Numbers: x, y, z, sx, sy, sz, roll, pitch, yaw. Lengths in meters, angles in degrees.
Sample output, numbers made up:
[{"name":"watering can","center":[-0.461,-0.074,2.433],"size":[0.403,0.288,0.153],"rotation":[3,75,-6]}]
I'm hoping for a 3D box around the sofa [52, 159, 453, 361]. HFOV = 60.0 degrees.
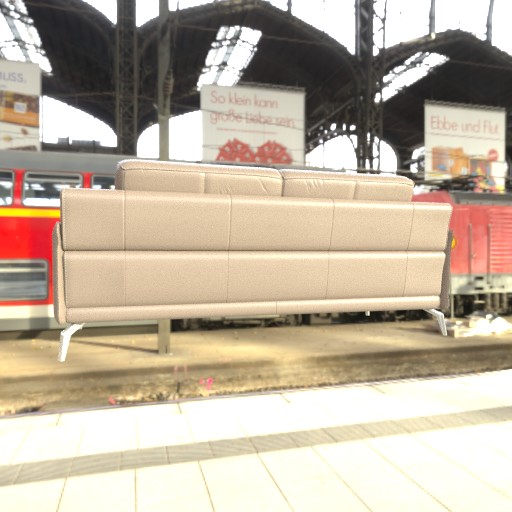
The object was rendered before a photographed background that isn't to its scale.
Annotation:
[{"name":"sofa","center":[0.000,0.000,2.592],"size":[2.101,0.930,1.049],"rotation":[0,0,-17]}]
